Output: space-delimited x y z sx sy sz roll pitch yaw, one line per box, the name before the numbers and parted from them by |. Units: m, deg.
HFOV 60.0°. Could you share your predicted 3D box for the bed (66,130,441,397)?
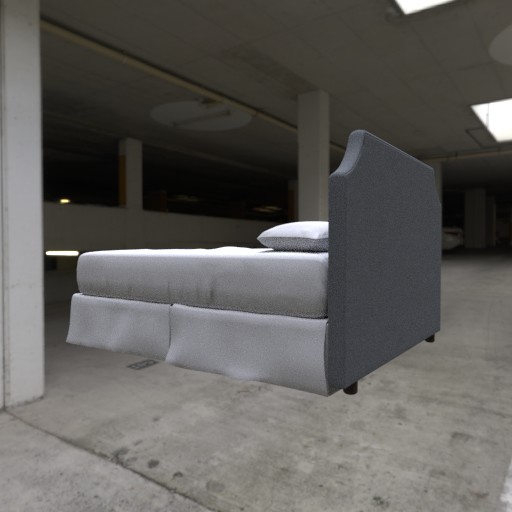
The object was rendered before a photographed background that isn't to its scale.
bed | 0.000 0.000 3.372 2.259 1.296 1.811 1 1 36
